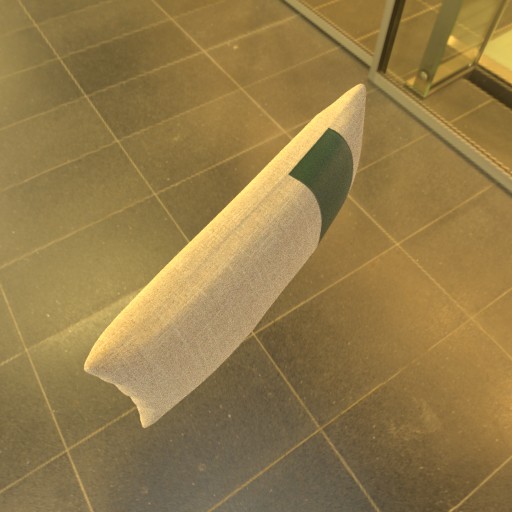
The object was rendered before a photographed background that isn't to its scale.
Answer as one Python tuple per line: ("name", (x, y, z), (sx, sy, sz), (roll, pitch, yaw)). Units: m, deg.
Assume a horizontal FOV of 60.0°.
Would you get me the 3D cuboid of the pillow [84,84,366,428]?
("pillow", (0.000, 0.000, 1.037), (0.197, 0.429, 0.859), (32, 63, 19))
